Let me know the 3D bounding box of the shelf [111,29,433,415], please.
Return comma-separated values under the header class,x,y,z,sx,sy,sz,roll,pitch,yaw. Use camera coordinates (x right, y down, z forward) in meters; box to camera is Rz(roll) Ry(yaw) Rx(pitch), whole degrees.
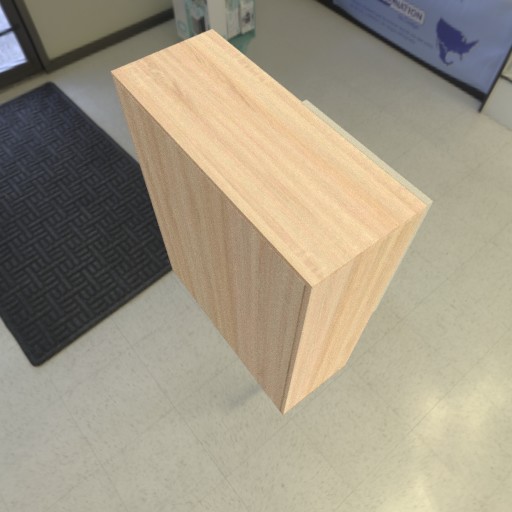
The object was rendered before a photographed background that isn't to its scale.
class,x,y,z,sx,sy,sz,roll,pitch,yaw
shelf,0.000,0.000,1.889,0.434,1.405,0.995,-33,63,-19
